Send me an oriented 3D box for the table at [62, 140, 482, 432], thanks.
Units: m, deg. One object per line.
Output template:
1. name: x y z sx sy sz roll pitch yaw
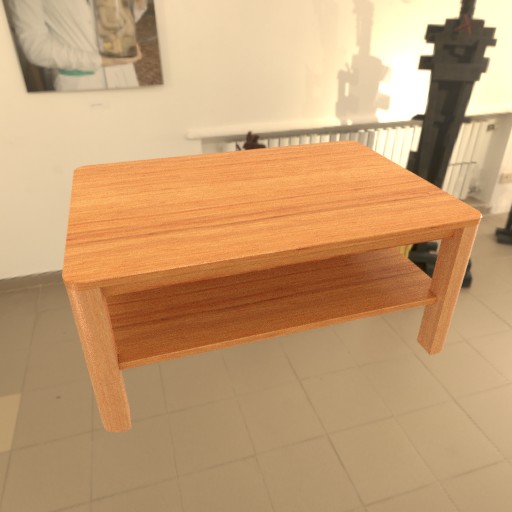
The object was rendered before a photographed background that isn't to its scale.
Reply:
1. table: 0.000 0.000 1.369 0.997 0.445 0.696 -9 32 -15
